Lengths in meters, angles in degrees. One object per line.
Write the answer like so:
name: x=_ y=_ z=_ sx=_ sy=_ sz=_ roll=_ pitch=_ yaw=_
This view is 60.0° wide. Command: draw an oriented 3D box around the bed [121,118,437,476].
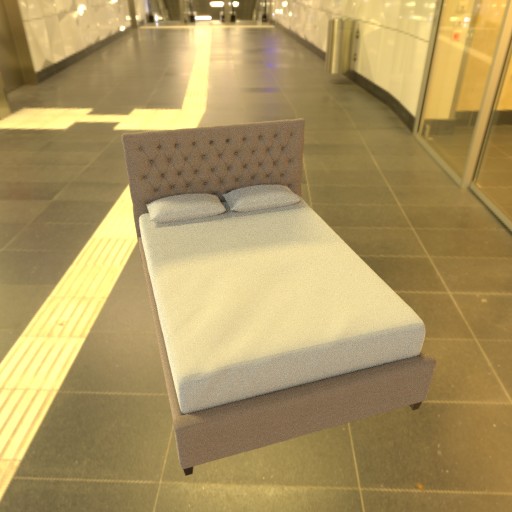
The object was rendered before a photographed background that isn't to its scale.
bed: x=0.000 y=0.000 z=3.429 sx=1.698 sy=1.427 sz=2.387 roll=-9 pitch=33 yaw=-15
